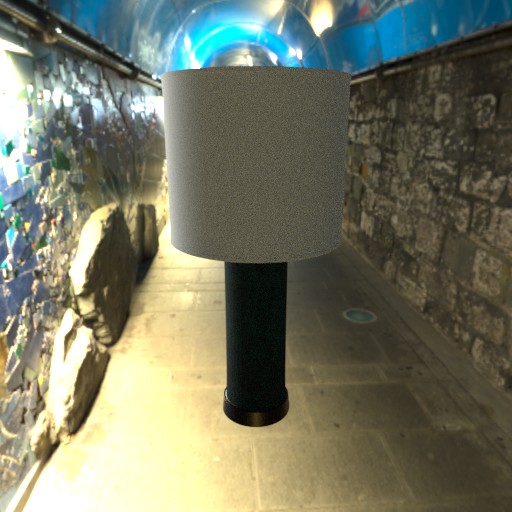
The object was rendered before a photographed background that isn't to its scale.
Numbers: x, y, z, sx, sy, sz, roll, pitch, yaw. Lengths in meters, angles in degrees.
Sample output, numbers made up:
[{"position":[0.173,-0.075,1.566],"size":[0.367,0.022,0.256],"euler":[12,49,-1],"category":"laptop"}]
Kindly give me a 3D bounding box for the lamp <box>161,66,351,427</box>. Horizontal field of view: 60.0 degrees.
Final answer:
[{"position":[0.000,0.000,0.802],"size":[0.301,0.630,0.301],"euler":[3,17,9],"category":"lamp"}]
